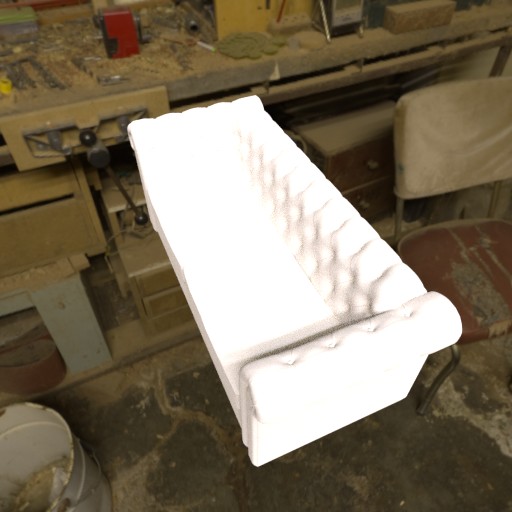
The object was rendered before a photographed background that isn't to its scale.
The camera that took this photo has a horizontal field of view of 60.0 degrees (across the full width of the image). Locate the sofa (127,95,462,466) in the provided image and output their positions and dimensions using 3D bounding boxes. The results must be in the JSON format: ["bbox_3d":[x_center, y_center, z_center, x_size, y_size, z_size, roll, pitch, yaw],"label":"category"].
[{"bbox_3d":[0.000,0.000,2.205,0.771,0.796,1.798,-18,49,-16],"label":"sofa"}]
